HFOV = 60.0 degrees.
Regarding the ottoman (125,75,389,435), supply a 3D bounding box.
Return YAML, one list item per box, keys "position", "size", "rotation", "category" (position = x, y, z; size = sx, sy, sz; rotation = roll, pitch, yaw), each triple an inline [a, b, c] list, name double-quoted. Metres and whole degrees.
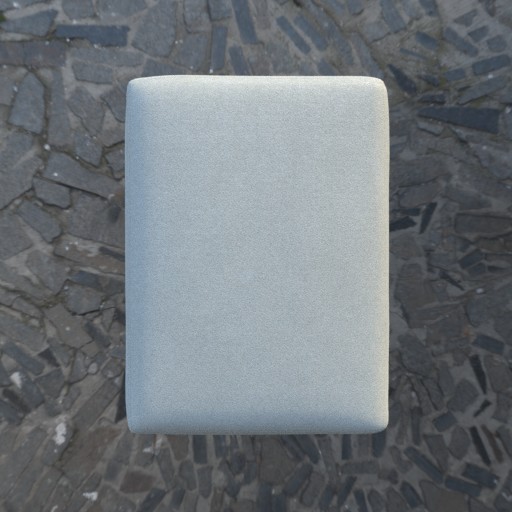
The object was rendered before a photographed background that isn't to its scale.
- position: [0.000, 0.000, 1.126]
  size: [0.569, 0.499, 0.773]
  rotation: [0, 90, -1]
  category: "ottoman"
